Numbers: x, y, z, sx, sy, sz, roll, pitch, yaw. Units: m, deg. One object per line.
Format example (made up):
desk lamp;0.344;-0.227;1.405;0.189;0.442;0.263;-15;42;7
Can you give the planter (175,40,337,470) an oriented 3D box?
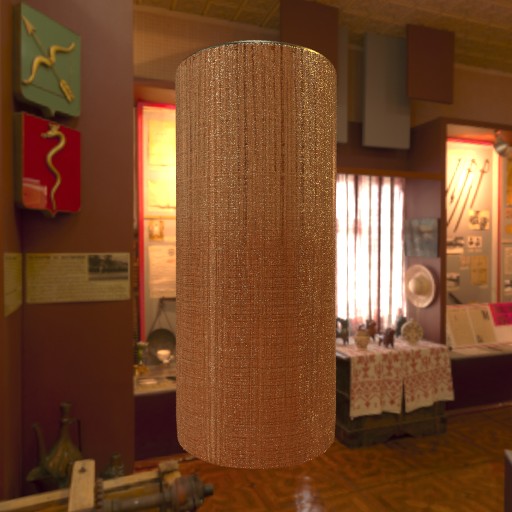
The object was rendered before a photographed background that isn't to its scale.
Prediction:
planter;0.000;0.000;0.281;0.100;0.227;0.100;0;1;-19
